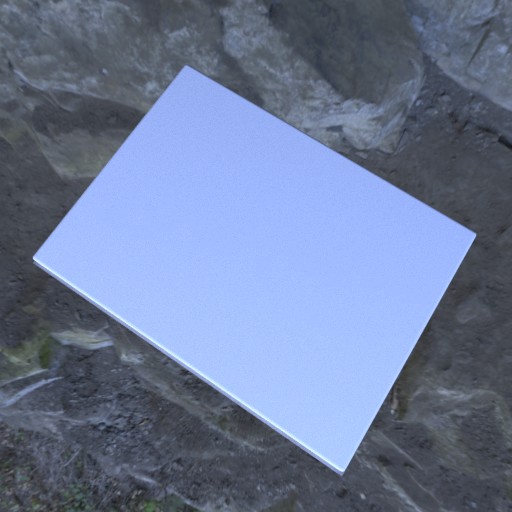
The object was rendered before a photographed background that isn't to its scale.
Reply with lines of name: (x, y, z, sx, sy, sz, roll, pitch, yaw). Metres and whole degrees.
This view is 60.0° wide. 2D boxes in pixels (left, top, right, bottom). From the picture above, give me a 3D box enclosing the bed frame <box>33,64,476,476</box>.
bed frame: (0.000, 0.000, 2.567, 1.944, 0.490, 1.448, 32, 79, 7)
